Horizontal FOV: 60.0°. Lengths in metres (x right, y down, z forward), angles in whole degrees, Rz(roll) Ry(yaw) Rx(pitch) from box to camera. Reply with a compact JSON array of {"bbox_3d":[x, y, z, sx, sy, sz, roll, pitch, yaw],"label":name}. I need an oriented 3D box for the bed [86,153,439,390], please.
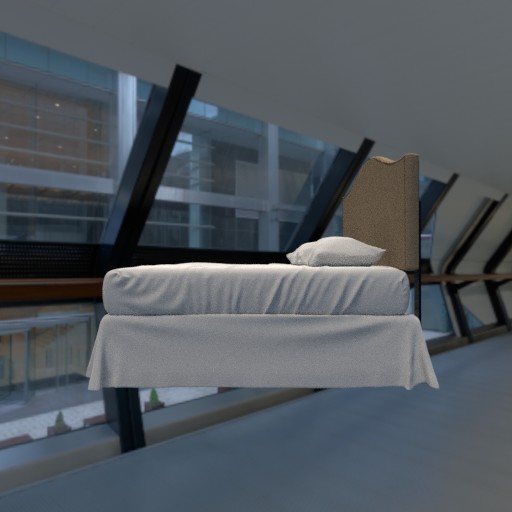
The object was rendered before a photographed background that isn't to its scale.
[{"bbox_3d":[0.000,0.000,3.757,2.222,1.651,2.311,0,-1,-1],"label":"bed"}]
